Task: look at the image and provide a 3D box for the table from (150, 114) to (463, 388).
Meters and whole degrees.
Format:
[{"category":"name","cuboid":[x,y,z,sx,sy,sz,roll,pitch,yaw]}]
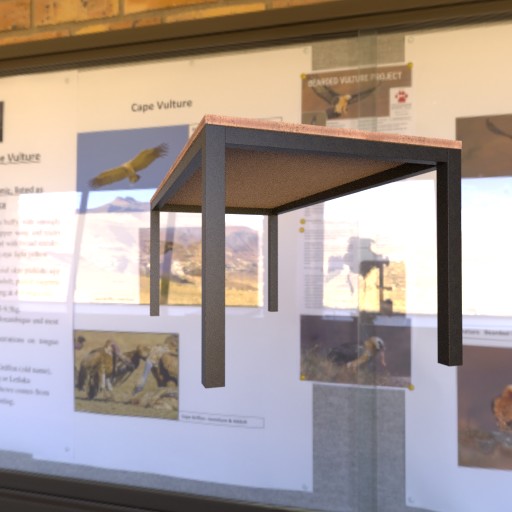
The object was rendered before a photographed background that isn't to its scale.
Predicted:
[{"category":"table","cuboid":[0.000,0.000,2.232,0.893,0.767,1.805,0,-1,-18]}]
